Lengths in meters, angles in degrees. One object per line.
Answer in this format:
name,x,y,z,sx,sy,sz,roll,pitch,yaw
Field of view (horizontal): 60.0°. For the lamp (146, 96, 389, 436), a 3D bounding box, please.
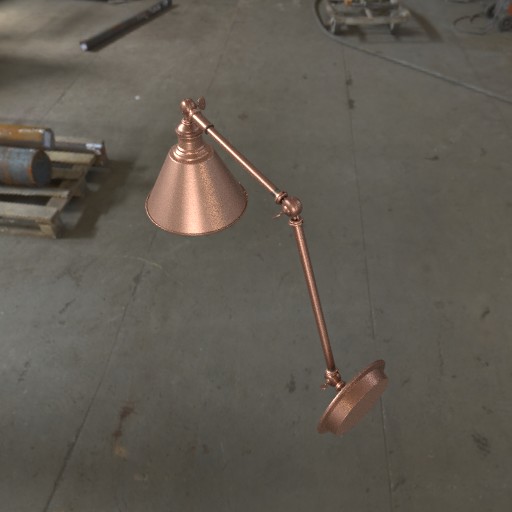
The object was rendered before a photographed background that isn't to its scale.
lamp,0.000,0.000,0.881,0.223,0.502,0.624,-31,53,-27
